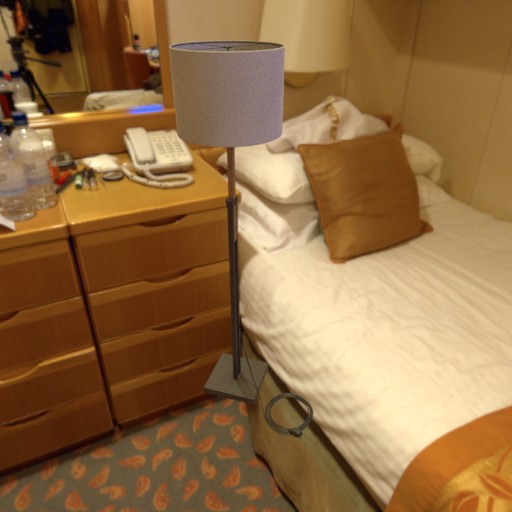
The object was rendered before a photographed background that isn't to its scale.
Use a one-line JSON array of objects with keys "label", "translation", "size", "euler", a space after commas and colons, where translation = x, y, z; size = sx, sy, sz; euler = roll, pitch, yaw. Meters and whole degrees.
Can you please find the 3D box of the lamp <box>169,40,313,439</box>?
[{"label": "lamp", "translation": [0.000, 0.000, 1.929], "size": [0.639, 1.650, 0.474], "euler": [9, 31, 15]}]
